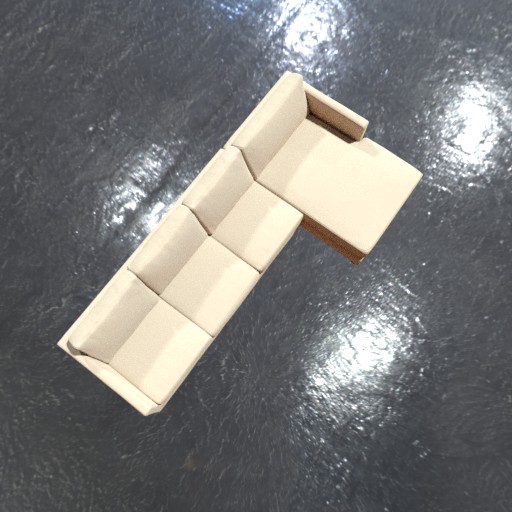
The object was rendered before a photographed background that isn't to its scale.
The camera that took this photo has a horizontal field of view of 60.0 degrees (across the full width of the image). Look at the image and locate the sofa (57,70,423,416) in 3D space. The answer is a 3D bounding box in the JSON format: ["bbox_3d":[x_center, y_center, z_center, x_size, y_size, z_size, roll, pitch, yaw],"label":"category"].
[{"bbox_3d":[0.000,0.000,3.963,1.625,0.861,3.186,35,78,9],"label":"sofa"}]
